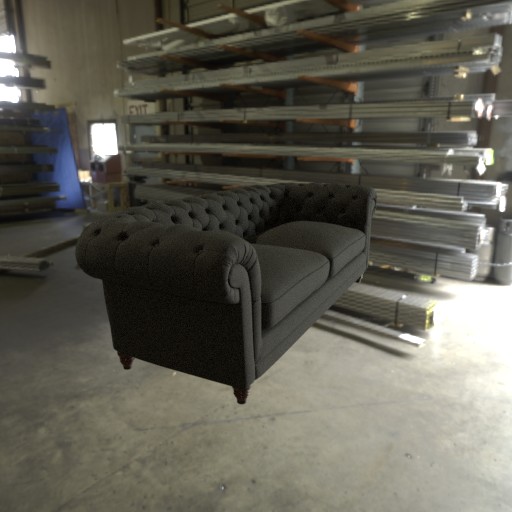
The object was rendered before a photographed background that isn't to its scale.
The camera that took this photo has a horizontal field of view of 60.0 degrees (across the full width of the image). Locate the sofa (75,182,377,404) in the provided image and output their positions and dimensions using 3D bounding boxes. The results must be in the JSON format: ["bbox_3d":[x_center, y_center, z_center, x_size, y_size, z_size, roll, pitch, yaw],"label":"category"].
[{"bbox_3d":[0.000,0.000,2.775,0.991,0.762,2.362,7,16,26],"label":"sofa"}]
